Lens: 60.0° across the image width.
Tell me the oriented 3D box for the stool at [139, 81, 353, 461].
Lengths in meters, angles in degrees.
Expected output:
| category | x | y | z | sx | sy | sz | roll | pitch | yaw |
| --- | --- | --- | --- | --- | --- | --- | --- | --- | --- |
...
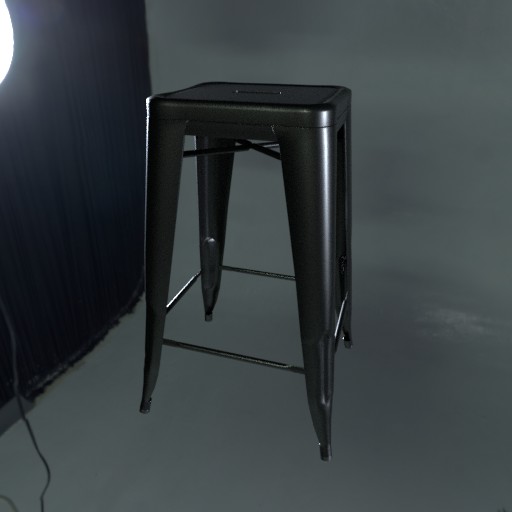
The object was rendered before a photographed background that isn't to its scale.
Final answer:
| category | x | y | z | sx | sy | sz | roll | pitch | yaw |
| --- | --- | --- | --- | --- | --- | --- | --- | --- | --- |
| stool | 0.000 | 0.000 | 0.866 | 0.399 | 0.609 | 0.359 | 8 | 28 | 15 |
